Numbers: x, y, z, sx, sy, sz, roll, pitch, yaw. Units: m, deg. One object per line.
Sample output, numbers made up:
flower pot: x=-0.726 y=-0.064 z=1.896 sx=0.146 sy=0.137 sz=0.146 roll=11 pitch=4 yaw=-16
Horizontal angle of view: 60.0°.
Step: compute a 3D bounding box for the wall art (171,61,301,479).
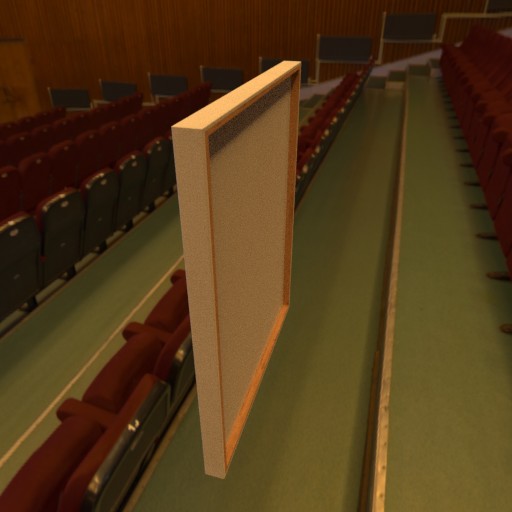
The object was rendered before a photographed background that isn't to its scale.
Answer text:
wall art: x=0.000 y=0.000 z=0.825 sx=0.037 sy=0.606 sz=0.508 roll=9 pitch=32 yaw=14
